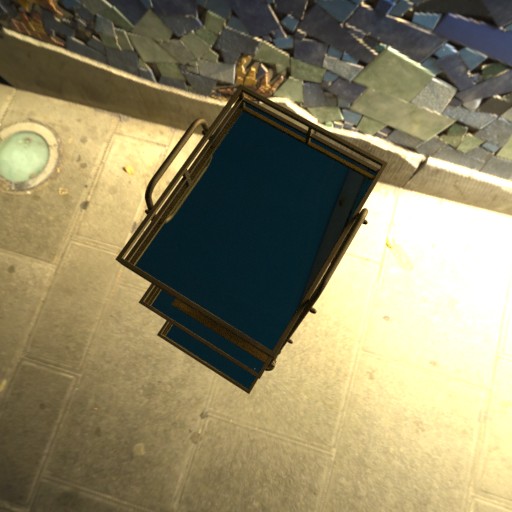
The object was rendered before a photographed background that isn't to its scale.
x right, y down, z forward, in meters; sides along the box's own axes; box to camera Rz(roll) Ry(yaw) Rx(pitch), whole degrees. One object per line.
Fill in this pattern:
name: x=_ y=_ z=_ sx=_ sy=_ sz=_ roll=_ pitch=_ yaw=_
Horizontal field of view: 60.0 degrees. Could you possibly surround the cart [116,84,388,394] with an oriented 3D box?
cart: x=0.000 y=0.000 z=1.306 sx=0.441 sy=0.883 sz=0.711 roll=31 pitch=77 yaw=8
